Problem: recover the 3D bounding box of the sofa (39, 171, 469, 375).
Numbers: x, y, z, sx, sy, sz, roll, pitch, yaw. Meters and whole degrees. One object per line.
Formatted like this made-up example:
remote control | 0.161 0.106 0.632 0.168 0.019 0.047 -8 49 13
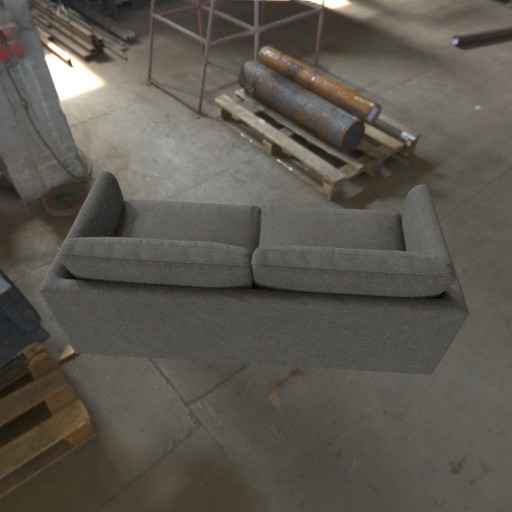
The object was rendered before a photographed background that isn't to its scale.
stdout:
sofa | 0.000 0.000 2.808 2.257 0.838 1.092 3 47 3
